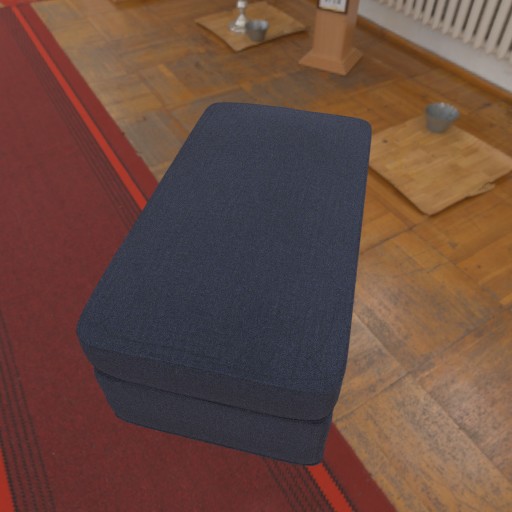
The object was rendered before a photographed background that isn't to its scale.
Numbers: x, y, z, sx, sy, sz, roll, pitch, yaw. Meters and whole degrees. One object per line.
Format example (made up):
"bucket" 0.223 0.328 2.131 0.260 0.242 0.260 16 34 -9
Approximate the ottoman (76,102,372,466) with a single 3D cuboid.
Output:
"ottoman" 0.000 0.000 1.178 0.505 0.453 0.895 10 48 9
